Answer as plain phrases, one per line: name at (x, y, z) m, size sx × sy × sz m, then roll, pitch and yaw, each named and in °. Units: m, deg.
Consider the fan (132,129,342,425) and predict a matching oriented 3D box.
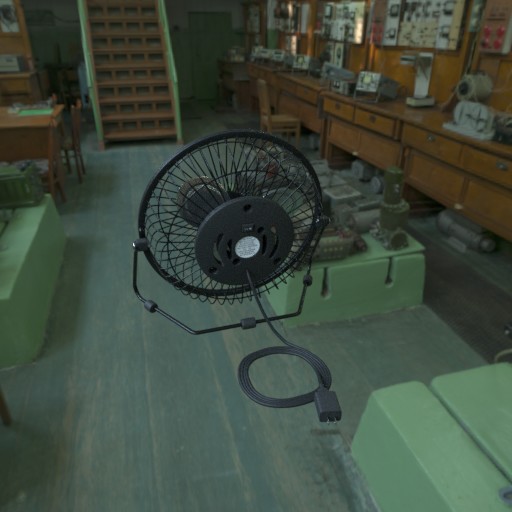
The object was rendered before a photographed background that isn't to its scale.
fan at (0.000, 0.000, 0.377) m, size 0.209 × 0.188 × 0.227 m, roll -8°, pitch 29°, yaw -15°
